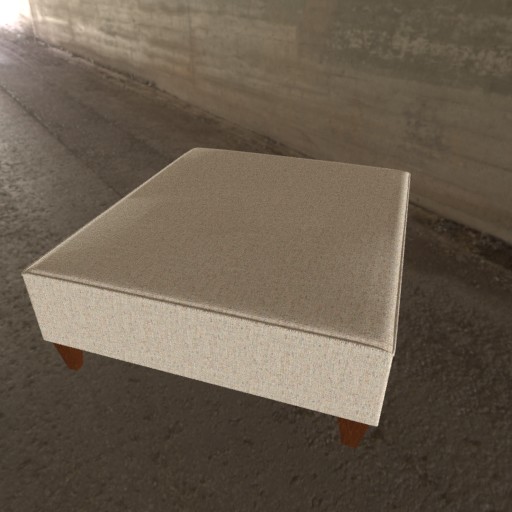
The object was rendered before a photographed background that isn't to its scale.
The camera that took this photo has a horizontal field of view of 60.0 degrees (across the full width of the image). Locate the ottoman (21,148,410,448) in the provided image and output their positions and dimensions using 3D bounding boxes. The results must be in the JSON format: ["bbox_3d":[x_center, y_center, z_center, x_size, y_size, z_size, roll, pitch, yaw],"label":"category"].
[{"bbox_3d":[0.000,0.000,1.204,0.736,0.303,0.835,10,33,15],"label":"ottoman"}]
